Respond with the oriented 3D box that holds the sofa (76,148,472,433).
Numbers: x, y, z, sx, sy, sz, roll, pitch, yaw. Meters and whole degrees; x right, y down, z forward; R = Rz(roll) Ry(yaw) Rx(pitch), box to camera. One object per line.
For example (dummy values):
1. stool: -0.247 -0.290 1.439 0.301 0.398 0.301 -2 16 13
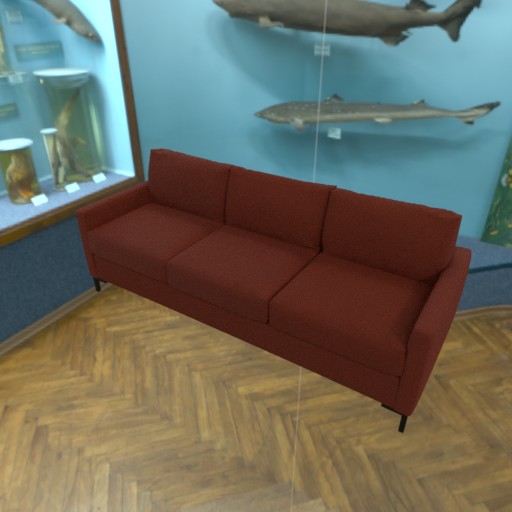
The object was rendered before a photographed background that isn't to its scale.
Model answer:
1. sofa: 0.000 0.000 2.685 2.252 0.879 0.875 18 35 28
